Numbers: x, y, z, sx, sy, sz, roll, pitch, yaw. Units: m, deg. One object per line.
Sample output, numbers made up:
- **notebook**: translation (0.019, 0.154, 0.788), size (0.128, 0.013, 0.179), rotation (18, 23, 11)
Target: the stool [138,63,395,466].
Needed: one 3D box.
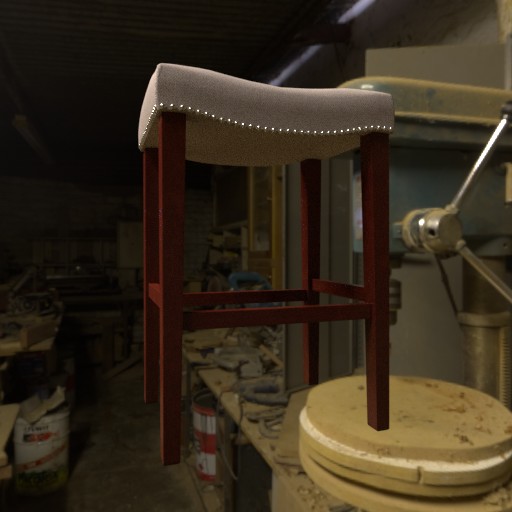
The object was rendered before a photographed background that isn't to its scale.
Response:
- **stool**: translation (0.000, 0.000, 1.032), size (0.504, 0.742, 0.372), rotation (-1, 2, -19)
